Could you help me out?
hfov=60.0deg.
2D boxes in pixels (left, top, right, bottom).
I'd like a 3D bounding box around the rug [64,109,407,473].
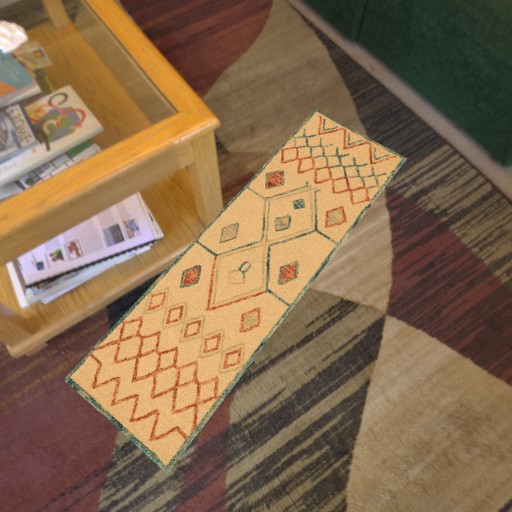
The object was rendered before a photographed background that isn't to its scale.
[{"bbox_3d":[0.000,0.000,2.713,0.750,0.011,2.435,34,69,15],"label":"rug"}]
